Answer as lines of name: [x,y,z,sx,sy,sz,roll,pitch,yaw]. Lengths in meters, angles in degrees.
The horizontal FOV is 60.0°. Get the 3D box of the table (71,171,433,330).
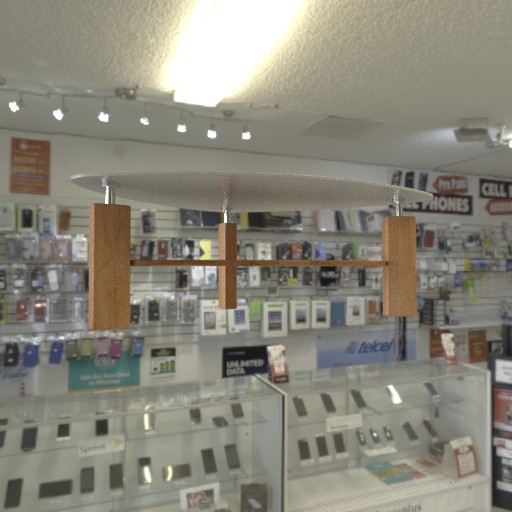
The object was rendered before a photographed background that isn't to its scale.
table: [0.000,0.000,1.646,1.250,0.440,0.850,0,-1,-18]
